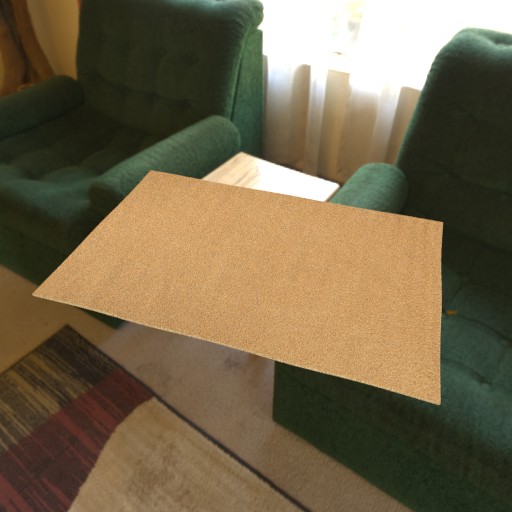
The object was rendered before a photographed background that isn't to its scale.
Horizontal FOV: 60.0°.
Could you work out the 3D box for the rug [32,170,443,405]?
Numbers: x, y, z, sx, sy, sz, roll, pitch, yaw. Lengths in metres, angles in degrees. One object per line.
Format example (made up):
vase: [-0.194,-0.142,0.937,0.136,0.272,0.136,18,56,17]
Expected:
rug: [0.000,0.000,2.935,2.346,0.025,1.500,12,43,13]
